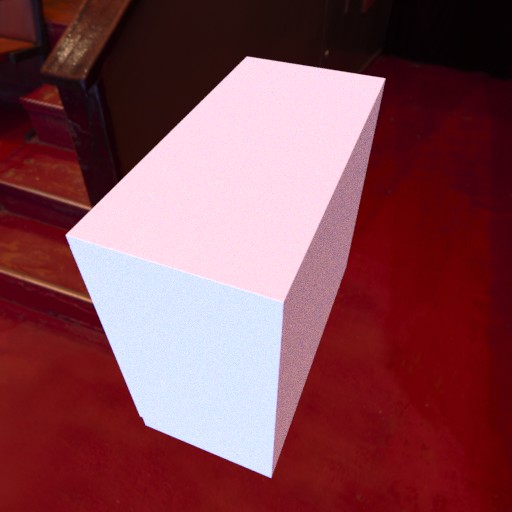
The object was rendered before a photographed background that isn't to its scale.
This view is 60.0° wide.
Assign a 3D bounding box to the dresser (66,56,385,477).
[{"bbox_3d":[0.000,0.000,1.240,0.420,0.740,0.830,16,47,15],"label":"dresser"}]
